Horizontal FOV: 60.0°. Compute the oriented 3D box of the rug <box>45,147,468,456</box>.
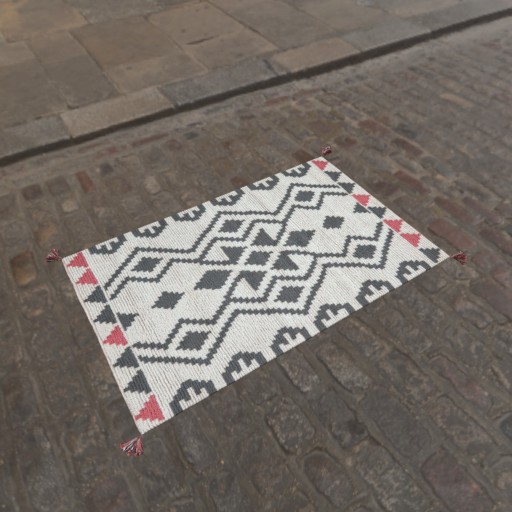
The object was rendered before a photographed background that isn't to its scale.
[{"bbox_3d":[0.000,0.000,3.255,2.672,0.066,1.741,-25,52,-21],"label":"rug"}]
